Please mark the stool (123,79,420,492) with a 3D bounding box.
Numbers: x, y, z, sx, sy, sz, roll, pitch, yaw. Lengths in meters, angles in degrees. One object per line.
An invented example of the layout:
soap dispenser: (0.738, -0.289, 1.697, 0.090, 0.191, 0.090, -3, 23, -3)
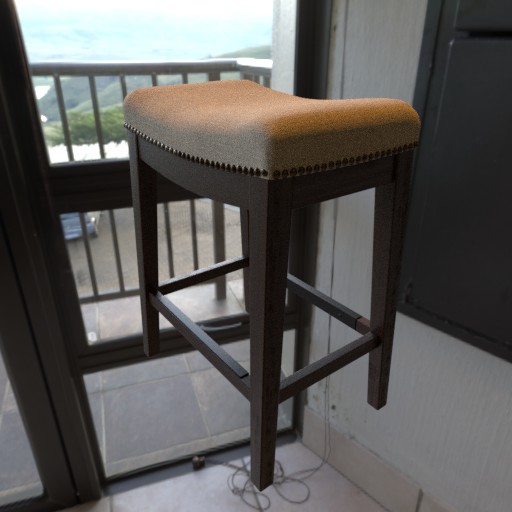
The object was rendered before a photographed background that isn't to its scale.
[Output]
stool: (0.000, 0.000, 0.949, 0.363, 0.669, 0.509, -18, 32, -33)
